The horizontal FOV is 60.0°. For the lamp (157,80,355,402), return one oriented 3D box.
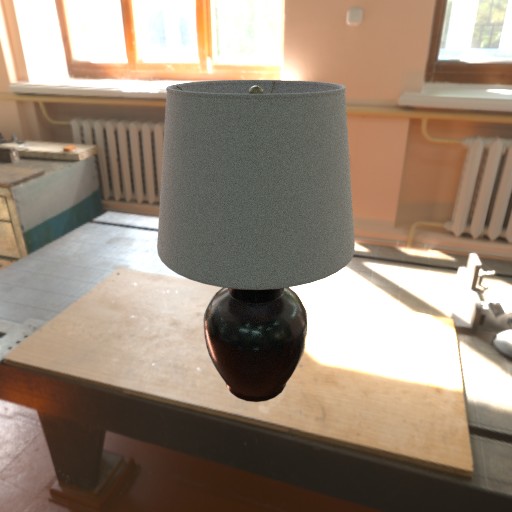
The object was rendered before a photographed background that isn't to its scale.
[{"bbox_3d":[0.000,0.000,0.555,0.239,0.399,0.239,0,25,0],"label":"lamp"}]
